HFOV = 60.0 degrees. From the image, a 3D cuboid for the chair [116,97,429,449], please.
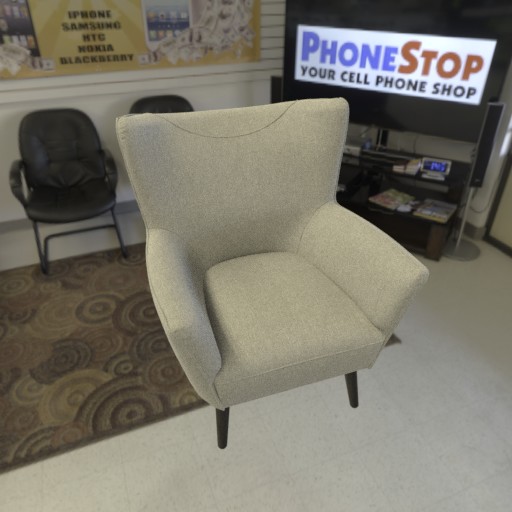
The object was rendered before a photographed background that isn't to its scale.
[{"bbox_3d":[0.000,0.000,1.550,0.781,0.933,0.888,-11,34,-16],"label":"chair"}]
